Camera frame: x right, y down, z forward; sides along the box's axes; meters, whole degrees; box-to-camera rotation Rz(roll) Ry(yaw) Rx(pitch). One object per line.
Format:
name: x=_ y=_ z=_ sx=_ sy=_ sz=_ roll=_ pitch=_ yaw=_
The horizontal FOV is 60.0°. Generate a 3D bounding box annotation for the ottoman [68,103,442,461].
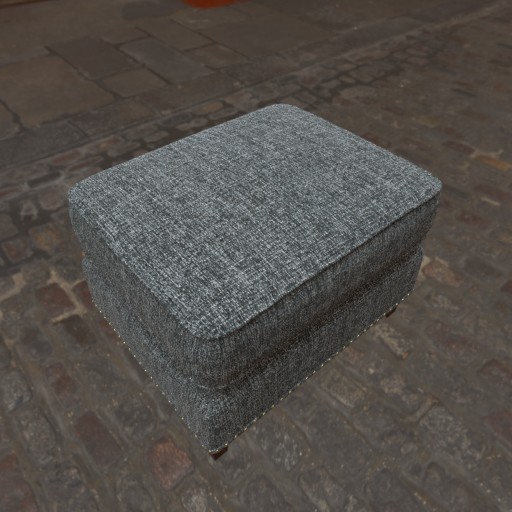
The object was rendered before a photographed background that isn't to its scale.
ottoman: x=0.000 y=0.000 z=1.157 sx=0.738 sy=0.537 sz=0.589 roll=-31 pitch=52 yaw=-28
